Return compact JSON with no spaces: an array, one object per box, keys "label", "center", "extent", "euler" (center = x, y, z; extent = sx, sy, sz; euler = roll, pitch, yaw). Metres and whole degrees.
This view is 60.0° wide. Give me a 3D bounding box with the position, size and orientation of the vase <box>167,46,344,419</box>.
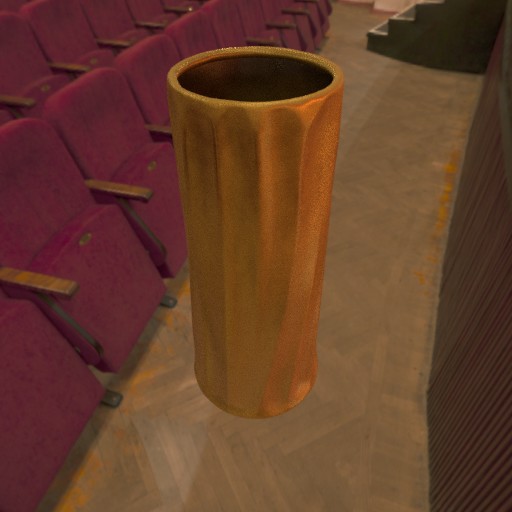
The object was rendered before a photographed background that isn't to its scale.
[{"label":"vase","center":[0.000,0.000,0.176],"extent":[0.061,0.143,0.061],"euler":[0,40,0]}]
